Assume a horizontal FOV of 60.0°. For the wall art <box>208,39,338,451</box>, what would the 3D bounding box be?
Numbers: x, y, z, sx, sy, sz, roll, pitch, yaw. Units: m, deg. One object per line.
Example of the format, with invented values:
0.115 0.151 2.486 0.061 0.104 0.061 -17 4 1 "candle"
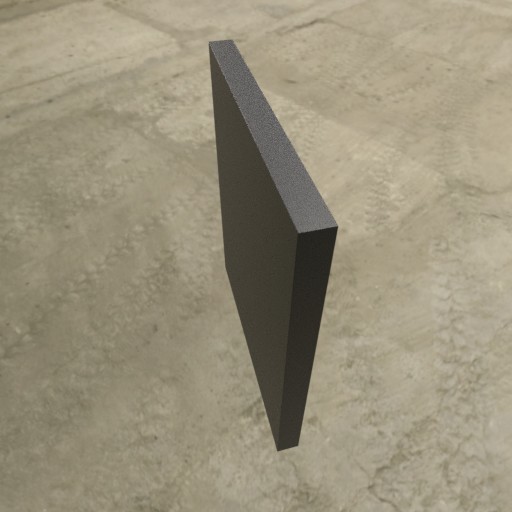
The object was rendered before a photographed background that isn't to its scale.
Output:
0.000 0.000 0.534 0.028 0.380 0.325 -11 47 -10 "wall art"
